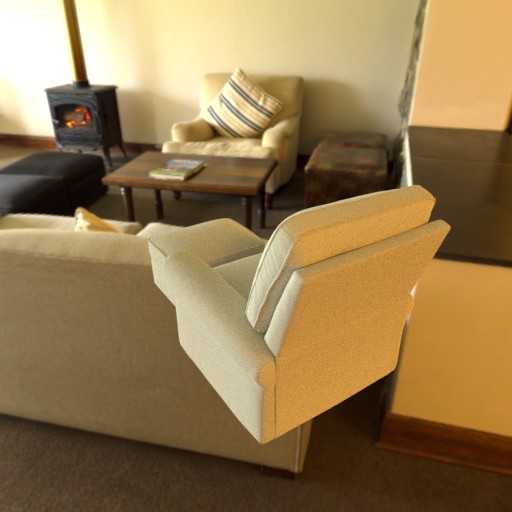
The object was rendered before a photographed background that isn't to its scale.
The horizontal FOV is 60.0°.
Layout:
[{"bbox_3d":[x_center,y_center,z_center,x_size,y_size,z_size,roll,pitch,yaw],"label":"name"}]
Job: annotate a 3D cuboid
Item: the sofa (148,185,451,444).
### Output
[{"bbox_3d":[0.000,0.000,2.098,0.880,0.959,1.478,-18,33,-29],"label":"sofa"}]
